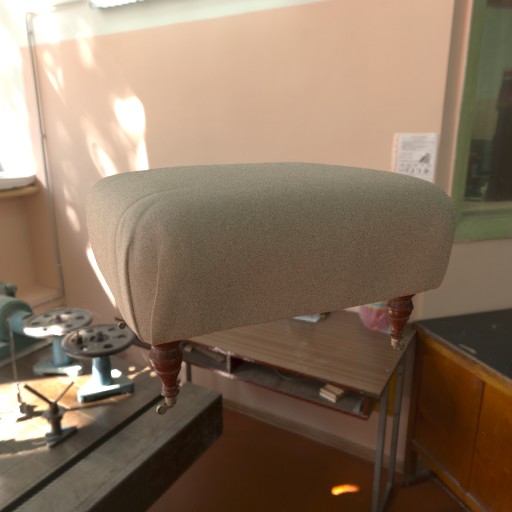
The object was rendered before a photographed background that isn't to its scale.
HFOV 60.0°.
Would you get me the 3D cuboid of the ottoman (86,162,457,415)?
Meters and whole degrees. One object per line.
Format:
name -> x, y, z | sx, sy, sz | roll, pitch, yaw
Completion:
ottoman -> 0.000, 0.000, 1.110 | 0.746, 0.450, 0.639 | -7, 17, -25
